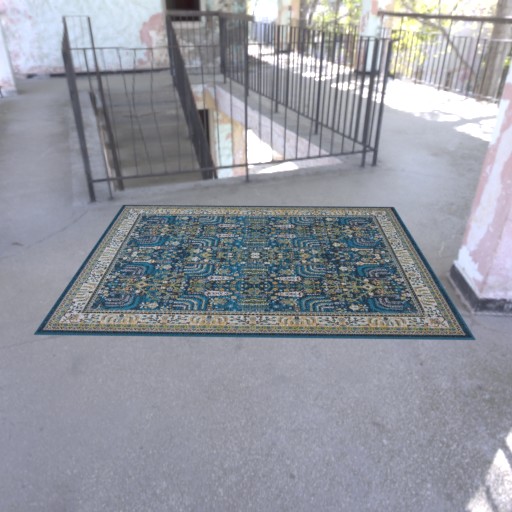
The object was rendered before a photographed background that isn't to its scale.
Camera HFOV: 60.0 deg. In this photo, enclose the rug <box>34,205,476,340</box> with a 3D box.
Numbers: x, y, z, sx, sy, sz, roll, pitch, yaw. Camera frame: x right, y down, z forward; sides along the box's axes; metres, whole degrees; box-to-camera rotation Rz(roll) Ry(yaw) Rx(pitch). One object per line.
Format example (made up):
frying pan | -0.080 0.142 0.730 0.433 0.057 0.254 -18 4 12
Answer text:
rug | 0.000 0.000 4.010 3.044 0.015 2.226 1 30 1
